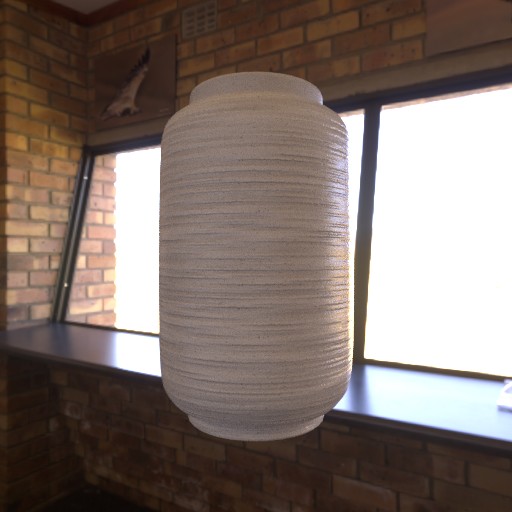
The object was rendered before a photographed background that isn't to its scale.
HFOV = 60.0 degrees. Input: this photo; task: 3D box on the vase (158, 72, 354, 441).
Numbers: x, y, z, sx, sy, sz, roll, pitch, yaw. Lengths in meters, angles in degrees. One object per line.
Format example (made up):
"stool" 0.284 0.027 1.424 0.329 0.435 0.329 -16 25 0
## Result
"vase" 0.000 0.000 0.469 0.202 0.335 0.202 0 0 0
